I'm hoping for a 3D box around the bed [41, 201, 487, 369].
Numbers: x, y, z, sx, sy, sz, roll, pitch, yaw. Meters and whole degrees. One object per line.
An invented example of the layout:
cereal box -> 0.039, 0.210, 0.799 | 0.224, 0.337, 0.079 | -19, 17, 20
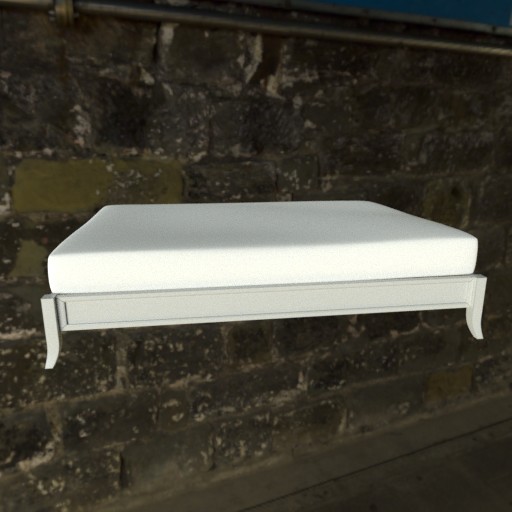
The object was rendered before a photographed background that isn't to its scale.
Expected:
bed -> 0.000, 0.000, 2.611 | 1.985, 0.510, 1.460 | -2, 15, -8
